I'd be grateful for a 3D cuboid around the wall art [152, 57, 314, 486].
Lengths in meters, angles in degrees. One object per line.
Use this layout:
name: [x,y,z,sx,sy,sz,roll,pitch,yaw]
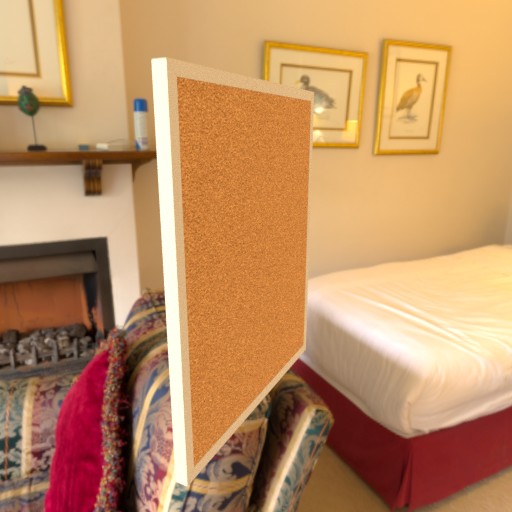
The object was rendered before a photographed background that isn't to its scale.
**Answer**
wall art: [0.000,0.000,0.722,0.020,0.536,0.444,8,17,26]
